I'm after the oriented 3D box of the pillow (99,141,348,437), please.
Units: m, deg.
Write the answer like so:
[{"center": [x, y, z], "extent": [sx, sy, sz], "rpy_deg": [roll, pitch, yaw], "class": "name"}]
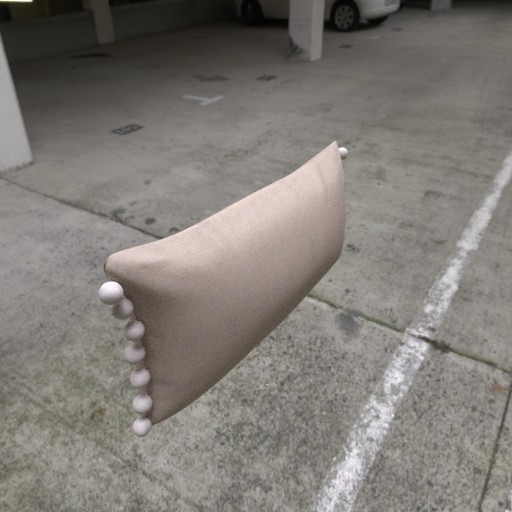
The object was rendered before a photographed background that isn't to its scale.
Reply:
[{"center": [0.000, 0.000, 0.854], "extent": [0.201, 0.322, 0.709], "rpy_deg": [19, 36, 29], "class": "pillow"}]
